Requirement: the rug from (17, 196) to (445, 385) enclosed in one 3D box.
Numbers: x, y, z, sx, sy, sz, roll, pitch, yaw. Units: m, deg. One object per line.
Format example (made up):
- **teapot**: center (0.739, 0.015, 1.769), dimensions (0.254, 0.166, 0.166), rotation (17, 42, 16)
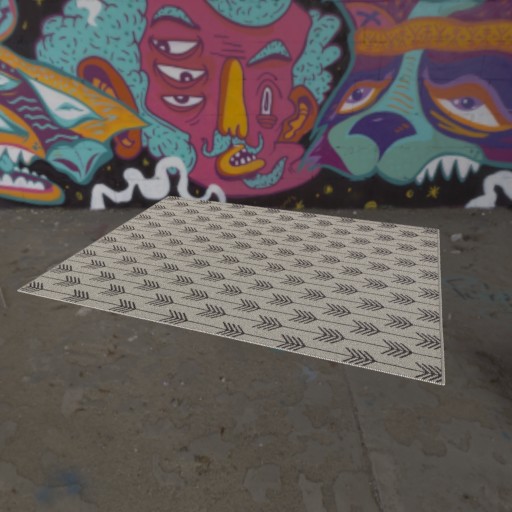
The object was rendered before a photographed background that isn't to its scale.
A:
- **rug**: center (0.000, 0.000, 3.911), dimensions (3.061, 0.010, 2.330), rotation (9, 28, 17)
